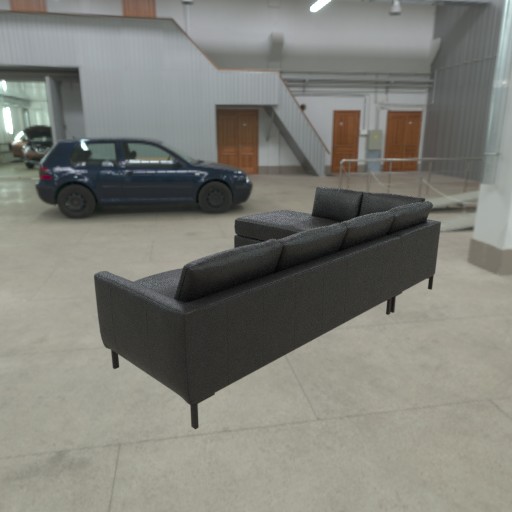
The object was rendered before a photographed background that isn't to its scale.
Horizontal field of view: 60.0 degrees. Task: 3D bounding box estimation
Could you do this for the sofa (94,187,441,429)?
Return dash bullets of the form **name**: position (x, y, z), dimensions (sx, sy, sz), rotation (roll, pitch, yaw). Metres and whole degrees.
- **sofa**: position (0.000, 0.000, 3.754), dimensions (1.938, 0.877, 2.984), rotation (15, 22, 42)
